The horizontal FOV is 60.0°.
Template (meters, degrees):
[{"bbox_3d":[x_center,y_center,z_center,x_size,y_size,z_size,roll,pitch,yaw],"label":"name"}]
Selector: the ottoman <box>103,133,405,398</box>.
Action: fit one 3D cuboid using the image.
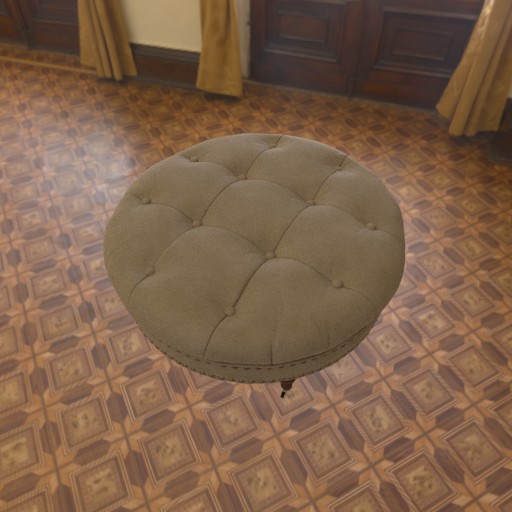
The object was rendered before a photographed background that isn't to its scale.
[{"bbox_3d":[0.000,0.000,1.437,0.901,0.439,0.901,0,48,0],"label":"ottoman"}]
